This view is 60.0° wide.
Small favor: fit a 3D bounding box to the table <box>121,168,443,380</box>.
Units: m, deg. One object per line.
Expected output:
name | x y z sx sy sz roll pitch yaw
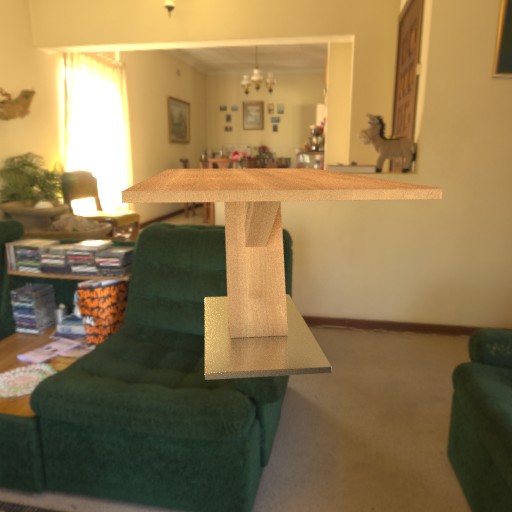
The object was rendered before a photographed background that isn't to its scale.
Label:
table | 0.000 0.000 2.084 0.900 0.750 1.600 -1 13 -6
